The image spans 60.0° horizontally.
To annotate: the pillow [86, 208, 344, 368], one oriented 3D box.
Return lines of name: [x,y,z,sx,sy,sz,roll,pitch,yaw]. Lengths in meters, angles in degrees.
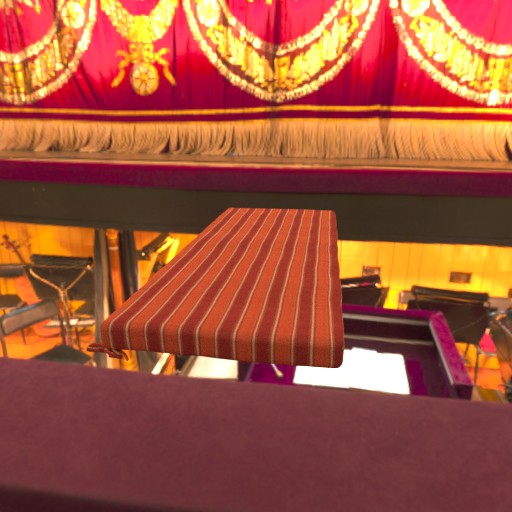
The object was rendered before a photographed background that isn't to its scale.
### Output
pillow: [0.000,0.000,1.341,0.492,0.081,1.187,3,18,9]
